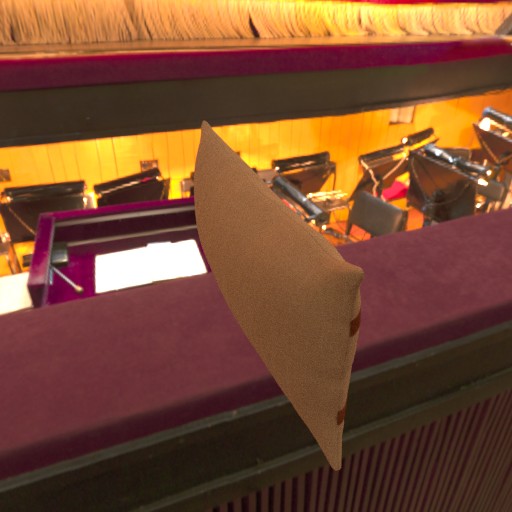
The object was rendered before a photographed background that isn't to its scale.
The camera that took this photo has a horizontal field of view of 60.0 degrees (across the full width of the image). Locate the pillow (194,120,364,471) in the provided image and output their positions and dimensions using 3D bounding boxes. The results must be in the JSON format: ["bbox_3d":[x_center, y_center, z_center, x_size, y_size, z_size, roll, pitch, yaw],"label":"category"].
[{"bbox_3d":[0.000,0.000,0.741,0.148,0.308,0.612,-11,32,-17],"label":"pillow"}]
